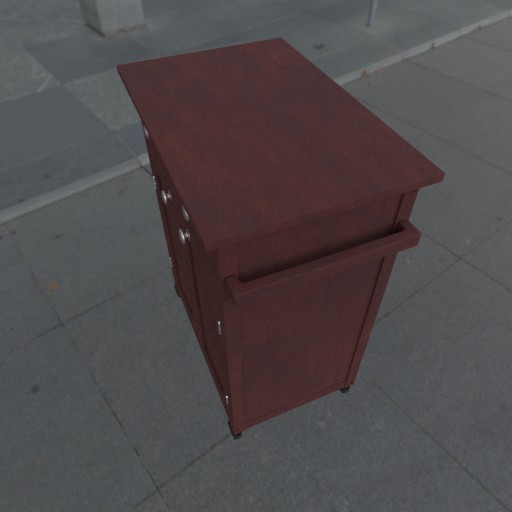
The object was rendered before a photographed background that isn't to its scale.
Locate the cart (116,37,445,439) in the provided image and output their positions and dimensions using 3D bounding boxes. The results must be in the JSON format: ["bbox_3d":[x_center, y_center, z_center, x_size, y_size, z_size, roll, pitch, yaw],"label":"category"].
[{"bbox_3d":[0.000,0.000,1.230,0.442,0.864,0.683,-17,49,-16],"label":"cart"}]
